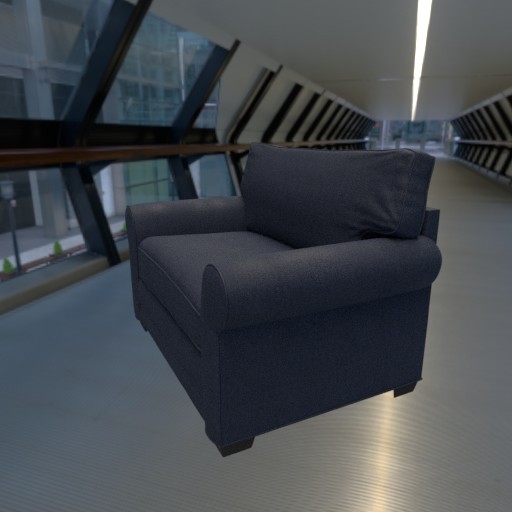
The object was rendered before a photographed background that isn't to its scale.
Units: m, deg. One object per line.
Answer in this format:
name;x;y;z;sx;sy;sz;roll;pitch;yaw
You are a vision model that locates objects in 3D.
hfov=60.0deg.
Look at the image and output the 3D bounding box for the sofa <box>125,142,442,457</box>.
sofa;0.000;0.000;2.061;0.938;1.004;1.405;-8;18;-26
